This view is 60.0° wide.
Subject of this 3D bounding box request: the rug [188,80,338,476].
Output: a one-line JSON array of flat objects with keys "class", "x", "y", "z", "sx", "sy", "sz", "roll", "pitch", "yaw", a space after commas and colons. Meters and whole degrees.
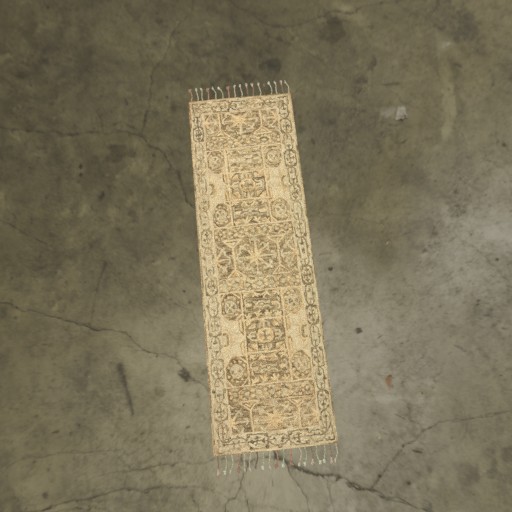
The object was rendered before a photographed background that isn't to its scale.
[{"class": "rug", "x": 0.000, "y": 0.000, "z": 2.992, "sx": 0.762, "sy": 0.011, "sz": 2.664, "roll": -6, "pitch": 76, "yaw": -1}]
